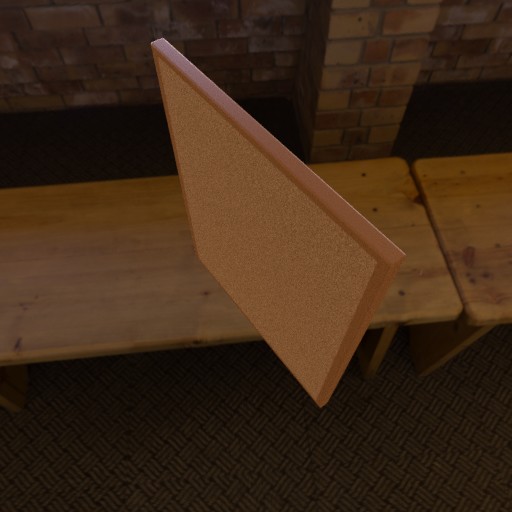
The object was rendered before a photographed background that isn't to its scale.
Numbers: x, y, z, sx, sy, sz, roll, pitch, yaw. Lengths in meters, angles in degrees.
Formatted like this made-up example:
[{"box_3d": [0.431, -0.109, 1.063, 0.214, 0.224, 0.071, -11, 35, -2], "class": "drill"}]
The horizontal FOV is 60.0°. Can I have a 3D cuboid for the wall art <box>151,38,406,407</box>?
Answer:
[{"box_3d": [0.000, 0.000, 0.515, 0.015, 0.379, 0.310, -33, 63, -19], "class": "wall art"}]
